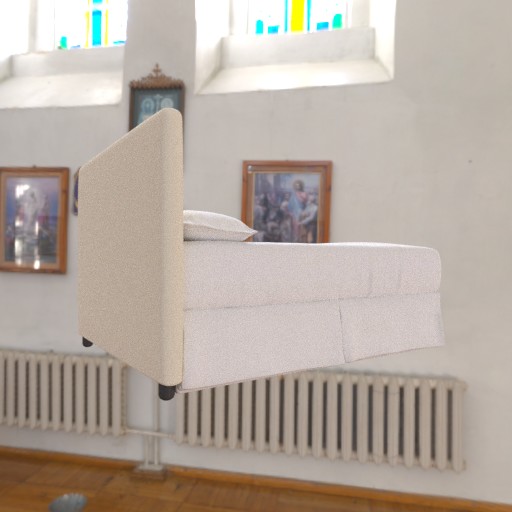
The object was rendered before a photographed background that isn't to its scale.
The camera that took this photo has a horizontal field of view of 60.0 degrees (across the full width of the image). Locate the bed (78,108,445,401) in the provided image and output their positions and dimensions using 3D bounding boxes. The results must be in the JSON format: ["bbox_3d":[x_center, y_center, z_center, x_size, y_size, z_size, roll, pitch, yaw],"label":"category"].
[{"bbox_3d":[0.000,0.000,3.223,2.147,1.330,1.714,0,0,-34],"label":"bed"}]
